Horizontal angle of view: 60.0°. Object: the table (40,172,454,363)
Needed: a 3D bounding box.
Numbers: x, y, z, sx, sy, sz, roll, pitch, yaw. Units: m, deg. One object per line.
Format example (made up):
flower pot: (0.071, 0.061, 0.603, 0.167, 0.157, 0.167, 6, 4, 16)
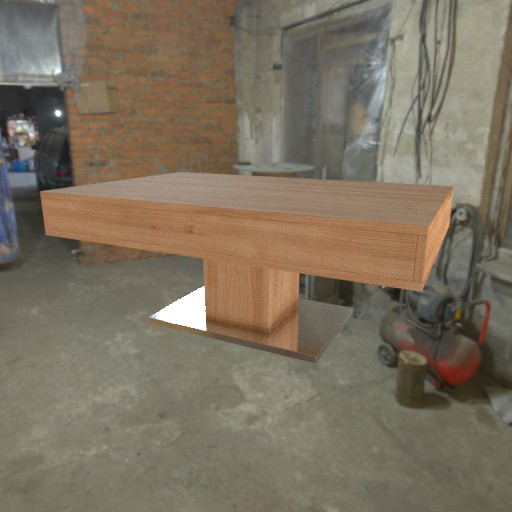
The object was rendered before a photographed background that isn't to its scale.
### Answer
table: (0.000, 0.000, 1.452, 1.100, 0.440, 0.700, 8, 18, 26)
